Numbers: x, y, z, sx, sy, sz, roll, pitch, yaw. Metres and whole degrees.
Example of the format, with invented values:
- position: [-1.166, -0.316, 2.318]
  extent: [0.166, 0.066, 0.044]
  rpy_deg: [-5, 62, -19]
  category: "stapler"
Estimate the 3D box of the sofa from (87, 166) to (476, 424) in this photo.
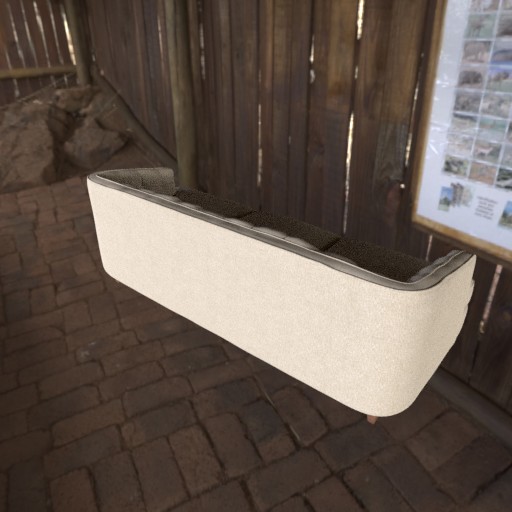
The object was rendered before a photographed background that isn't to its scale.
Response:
- position: [0.000, 0.000, 2.627]
  extent: [2.235, 0.788, 0.913]
  rpy_deg: [21, 35, 34]
  category: "sofa"
